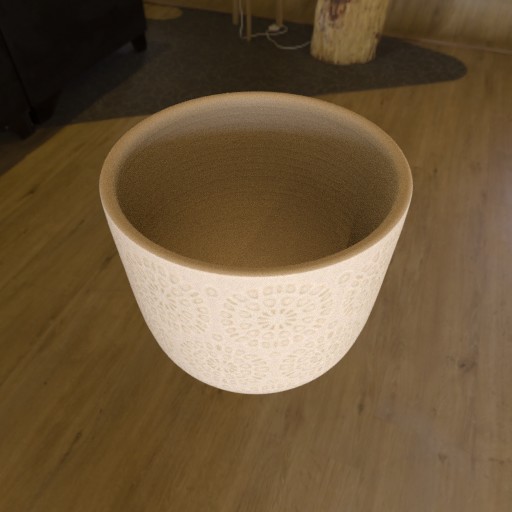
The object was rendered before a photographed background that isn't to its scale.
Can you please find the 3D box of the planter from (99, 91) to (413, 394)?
[{"bbox_3d":[0.000,0.000,0.301,0.170,0.152,0.170,0,46,0],"label":"planter"}]
